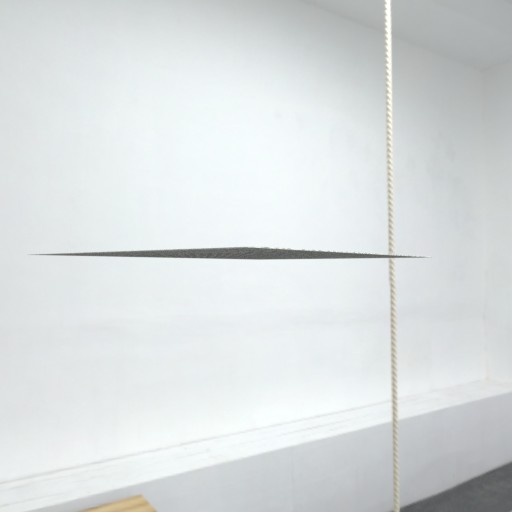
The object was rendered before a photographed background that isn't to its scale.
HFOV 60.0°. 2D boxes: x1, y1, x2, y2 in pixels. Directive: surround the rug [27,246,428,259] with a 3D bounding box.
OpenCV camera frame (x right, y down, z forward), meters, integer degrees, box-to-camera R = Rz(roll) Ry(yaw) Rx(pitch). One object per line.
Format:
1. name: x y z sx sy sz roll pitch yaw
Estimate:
1. rug: 0.000 0.000 4.238 2.354 0.007 3.196 -1 -2 38
